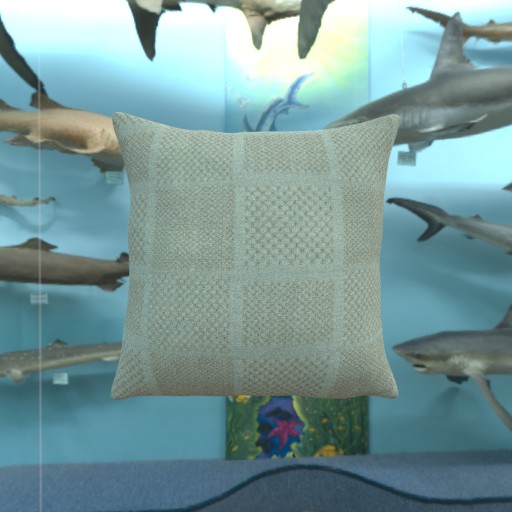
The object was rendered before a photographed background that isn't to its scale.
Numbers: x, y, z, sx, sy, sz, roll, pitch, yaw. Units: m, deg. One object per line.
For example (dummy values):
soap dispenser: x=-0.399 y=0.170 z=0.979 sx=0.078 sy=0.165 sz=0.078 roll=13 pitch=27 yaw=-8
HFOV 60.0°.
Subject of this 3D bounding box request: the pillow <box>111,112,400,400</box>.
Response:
pillow: x=0.000 y=0.000 z=0.673 sx=0.436 sy=0.432 sz=0.138 roll=0 pitch=0 yaw=-1
